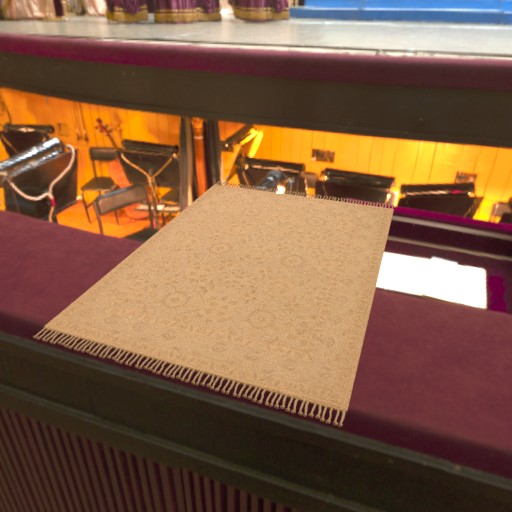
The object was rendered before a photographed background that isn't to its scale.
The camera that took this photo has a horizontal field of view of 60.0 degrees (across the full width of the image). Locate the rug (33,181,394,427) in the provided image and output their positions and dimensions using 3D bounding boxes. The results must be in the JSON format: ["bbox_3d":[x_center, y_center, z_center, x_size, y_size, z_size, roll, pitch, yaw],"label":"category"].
[{"bbox_3d":[0.000,0.000,2.272,1.223,0.015,1.771,11,32,17],"label":"rug"}]
